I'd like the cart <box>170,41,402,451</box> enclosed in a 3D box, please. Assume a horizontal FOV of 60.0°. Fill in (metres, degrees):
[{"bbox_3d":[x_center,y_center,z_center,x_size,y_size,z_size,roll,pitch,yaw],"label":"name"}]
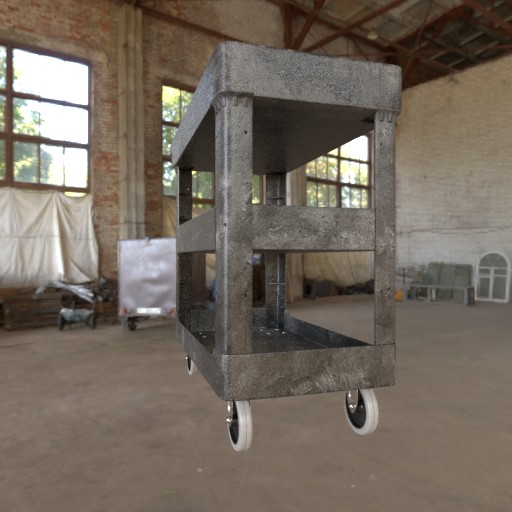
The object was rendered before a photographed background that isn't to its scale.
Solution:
[{"bbox_3d":[0.000,0.000,1.320,0.420,0.824,0.877,0,0,-17],"label":"cart"}]
